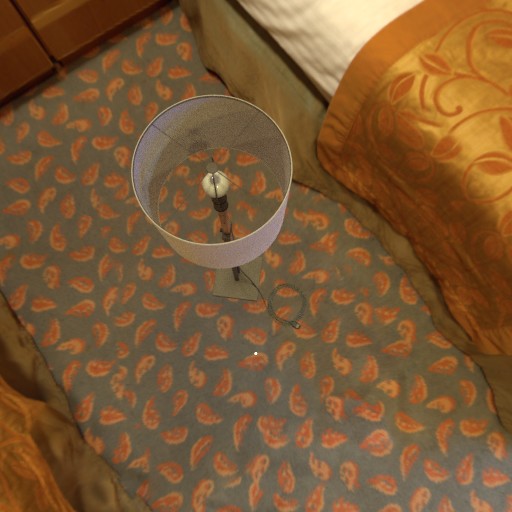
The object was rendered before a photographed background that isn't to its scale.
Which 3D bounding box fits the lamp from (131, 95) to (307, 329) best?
[{"bbox_3d":[0.000,0.000,1.912,0.639,1.650,0.474,7,78,2],"label":"lamp"}]
